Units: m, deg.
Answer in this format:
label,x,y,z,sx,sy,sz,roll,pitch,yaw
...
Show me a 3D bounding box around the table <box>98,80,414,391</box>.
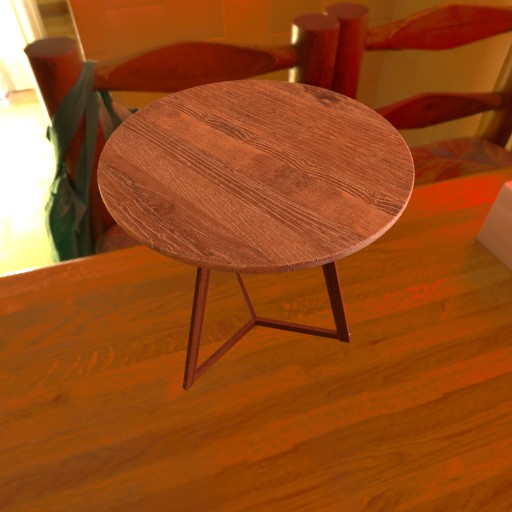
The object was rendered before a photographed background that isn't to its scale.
label,x,y,z,sx,sy,sz,roll,pitch,yaw
table,0.000,0.000,0.900,0.500,0.500,0.500,0,47,0
